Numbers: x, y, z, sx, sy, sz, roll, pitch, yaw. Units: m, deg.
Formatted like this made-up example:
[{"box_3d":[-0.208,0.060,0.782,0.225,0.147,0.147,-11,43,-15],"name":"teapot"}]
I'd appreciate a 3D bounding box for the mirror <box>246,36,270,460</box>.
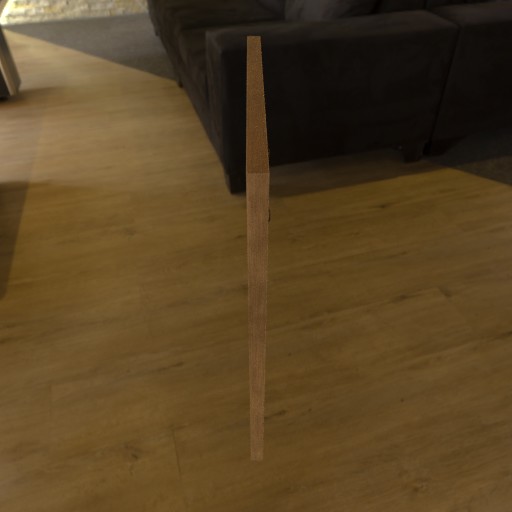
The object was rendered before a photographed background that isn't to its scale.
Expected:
[{"box_3d":[0.000,0.000,1.324,0.041,1.016,0.762,0,41,-1],"name":"mirror"}]
